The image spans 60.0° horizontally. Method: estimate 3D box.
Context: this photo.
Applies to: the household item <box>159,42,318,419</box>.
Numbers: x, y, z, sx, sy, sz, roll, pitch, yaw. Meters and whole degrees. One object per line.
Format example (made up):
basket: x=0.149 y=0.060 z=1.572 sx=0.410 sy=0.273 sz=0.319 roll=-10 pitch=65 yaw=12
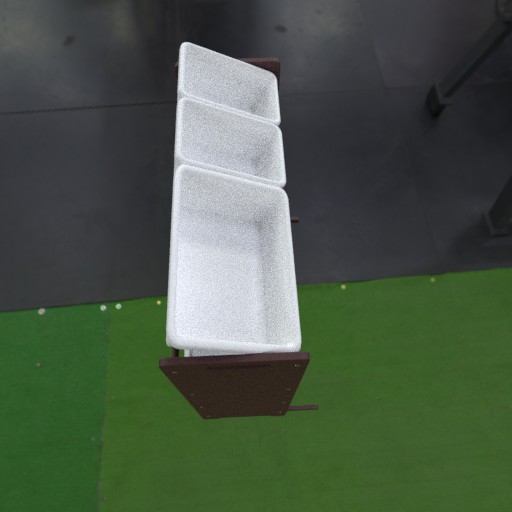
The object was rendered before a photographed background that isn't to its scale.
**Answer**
household item: x=0.000 y=0.000 z=1.288 sx=0.389 sy=0.864 sz=0.787 roll=-2 pitch=63 yaw=-1
